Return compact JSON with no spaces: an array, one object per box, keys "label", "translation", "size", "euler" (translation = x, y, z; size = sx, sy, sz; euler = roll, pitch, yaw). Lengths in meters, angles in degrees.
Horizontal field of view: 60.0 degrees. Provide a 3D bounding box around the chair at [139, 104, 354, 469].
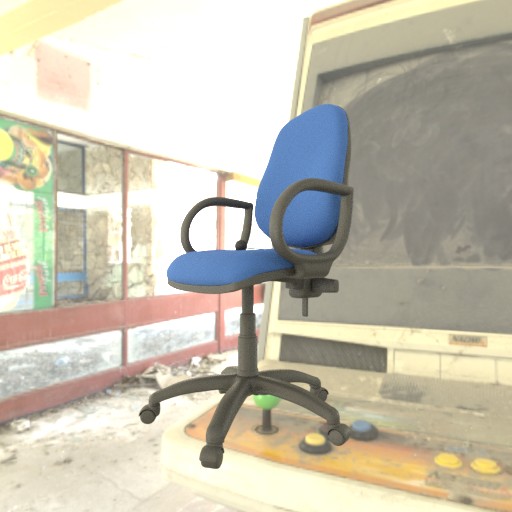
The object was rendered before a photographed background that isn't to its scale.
[{"label":"chair","translation":[0.000,0.000,1.227],"size":[0.549,0.905,0.552],"euler":[0,0,-38]}]
